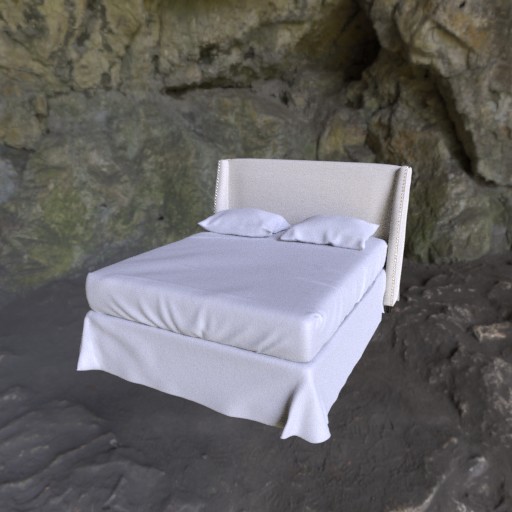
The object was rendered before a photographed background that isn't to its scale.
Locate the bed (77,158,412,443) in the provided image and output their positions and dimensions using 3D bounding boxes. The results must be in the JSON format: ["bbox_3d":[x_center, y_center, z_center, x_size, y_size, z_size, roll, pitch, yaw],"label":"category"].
[{"bbox_3d":[0.000,0.000,3.504,1.925,1.332,2.276,8,18,26],"label":"bed"}]
